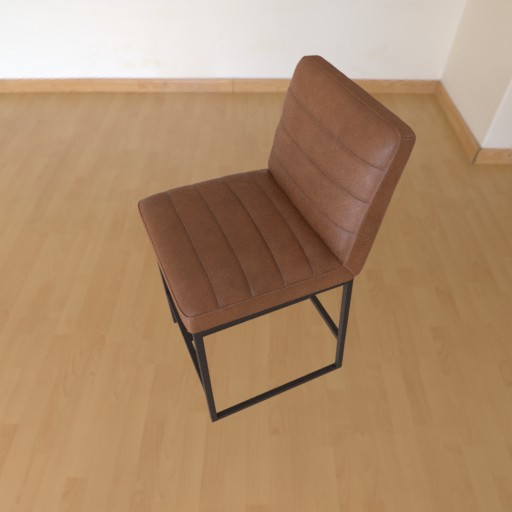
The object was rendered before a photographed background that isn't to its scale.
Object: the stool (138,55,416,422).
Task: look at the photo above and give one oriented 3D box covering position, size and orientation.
[{"bbox_3d":[0.000,0.000,1.294,0.556,0.940,0.458,-18,50,-16],"label":"stool"}]
